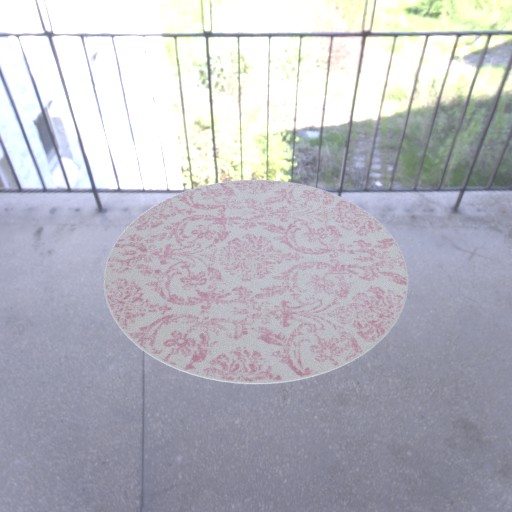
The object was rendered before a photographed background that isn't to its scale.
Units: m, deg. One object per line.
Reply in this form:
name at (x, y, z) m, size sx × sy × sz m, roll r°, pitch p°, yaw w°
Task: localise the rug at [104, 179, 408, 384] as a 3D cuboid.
rug at (0.000, 0.000, 2.394) m, size 1.593 × 0.012 × 1.593 m, roll 0°, pitch 40°, yaw 0°
